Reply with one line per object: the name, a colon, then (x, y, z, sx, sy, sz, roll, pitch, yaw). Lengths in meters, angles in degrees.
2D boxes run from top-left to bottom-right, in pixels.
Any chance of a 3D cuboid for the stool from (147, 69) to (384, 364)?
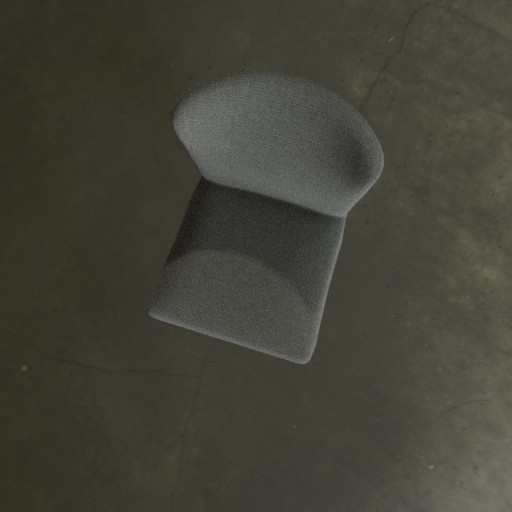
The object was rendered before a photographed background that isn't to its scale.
stool: (0.000, 0.000, 1.403, 0.486, 1.069, 0.568, 17, 76, 4)
